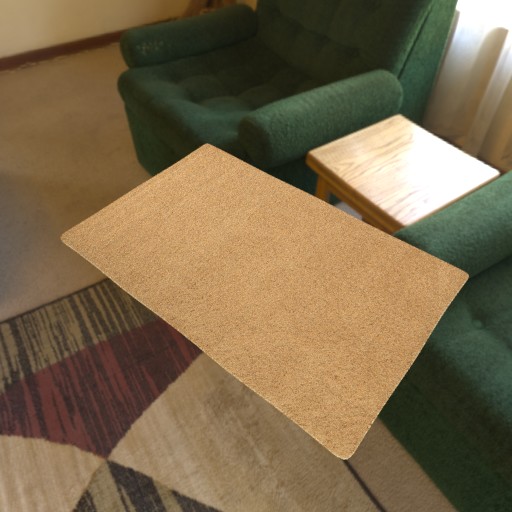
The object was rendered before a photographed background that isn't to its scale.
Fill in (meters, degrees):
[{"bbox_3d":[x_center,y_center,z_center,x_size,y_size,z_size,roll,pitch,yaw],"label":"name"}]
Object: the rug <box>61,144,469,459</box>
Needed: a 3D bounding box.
[{"bbox_3d":[0.000,0.000,2.981,2.349,0.025,1.500,31,55,25],"label":"rug"}]
